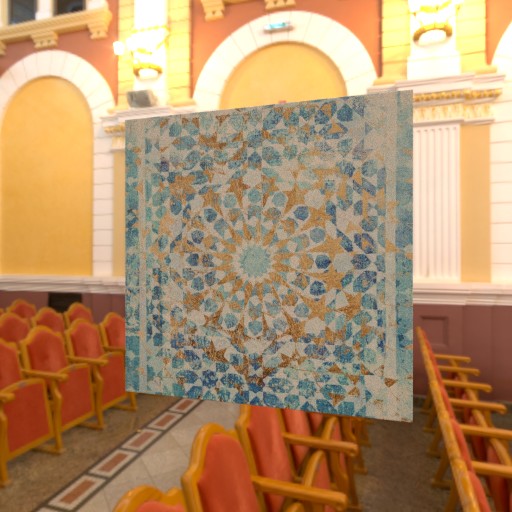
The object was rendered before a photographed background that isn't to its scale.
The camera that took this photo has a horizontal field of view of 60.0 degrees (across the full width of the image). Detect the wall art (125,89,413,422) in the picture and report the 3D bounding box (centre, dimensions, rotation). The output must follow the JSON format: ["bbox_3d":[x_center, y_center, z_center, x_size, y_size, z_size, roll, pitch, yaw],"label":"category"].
[{"bbox_3d":[0.000,0.000,1.374,0.916,0.916,0.040,0,0,18],"label":"wall art"}]
